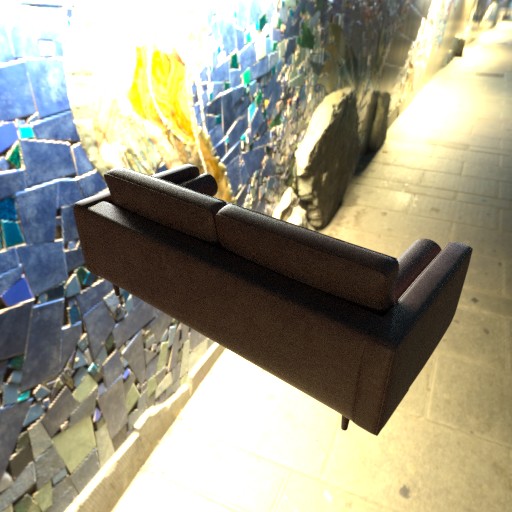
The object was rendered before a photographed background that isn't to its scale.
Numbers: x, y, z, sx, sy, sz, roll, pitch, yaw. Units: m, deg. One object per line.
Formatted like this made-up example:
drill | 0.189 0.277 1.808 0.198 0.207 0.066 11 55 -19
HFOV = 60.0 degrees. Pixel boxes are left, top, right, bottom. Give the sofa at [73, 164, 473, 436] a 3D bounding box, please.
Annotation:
sofa | 0.000 0.000 2.305 1.870 0.760 0.910 22 37 32
